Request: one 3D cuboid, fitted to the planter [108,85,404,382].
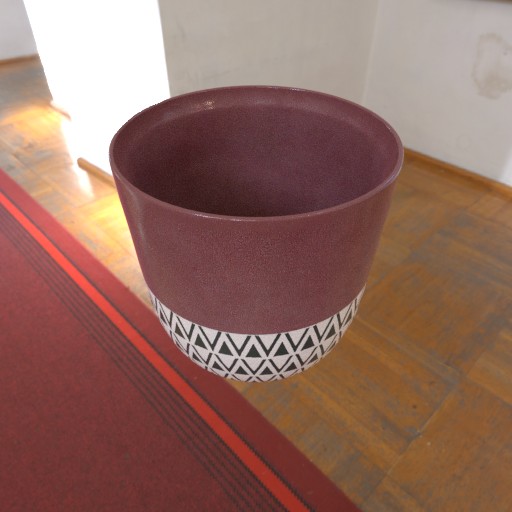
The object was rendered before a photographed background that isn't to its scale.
[{"bbox_3d":[0.000,0.000,0.370,0.195,0.214,0.195,0,40,0],"label":"planter"}]
